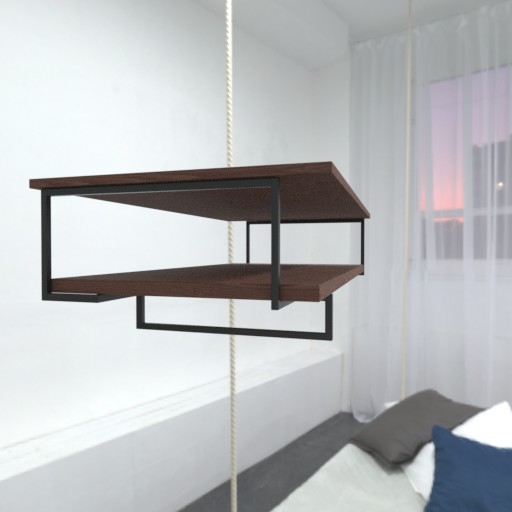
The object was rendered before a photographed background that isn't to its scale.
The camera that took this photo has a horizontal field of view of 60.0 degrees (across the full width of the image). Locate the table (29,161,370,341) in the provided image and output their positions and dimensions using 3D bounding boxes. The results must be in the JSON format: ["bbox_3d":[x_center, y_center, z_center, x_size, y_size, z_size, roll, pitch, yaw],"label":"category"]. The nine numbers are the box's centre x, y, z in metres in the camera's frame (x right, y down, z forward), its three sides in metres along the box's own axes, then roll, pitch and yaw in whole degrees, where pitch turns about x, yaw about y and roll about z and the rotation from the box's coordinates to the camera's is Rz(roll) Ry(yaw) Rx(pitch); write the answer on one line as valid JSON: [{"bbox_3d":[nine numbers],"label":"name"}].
[{"bbox_3d":[0.000,0.000,1.432,0.651,0.347,1.197,0,1,17],"label":"table"}]
